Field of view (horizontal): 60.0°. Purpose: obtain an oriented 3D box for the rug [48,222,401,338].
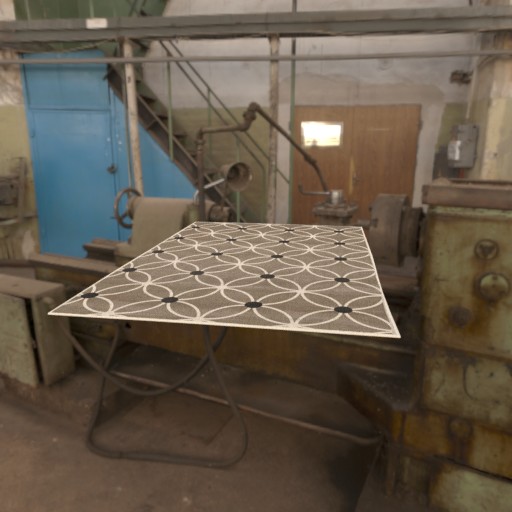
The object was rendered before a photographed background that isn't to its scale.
[{"bbox_3d":[0.000,0.000,2.938,1.522,0.008,2.284,2,15,9],"label":"rug"}]
